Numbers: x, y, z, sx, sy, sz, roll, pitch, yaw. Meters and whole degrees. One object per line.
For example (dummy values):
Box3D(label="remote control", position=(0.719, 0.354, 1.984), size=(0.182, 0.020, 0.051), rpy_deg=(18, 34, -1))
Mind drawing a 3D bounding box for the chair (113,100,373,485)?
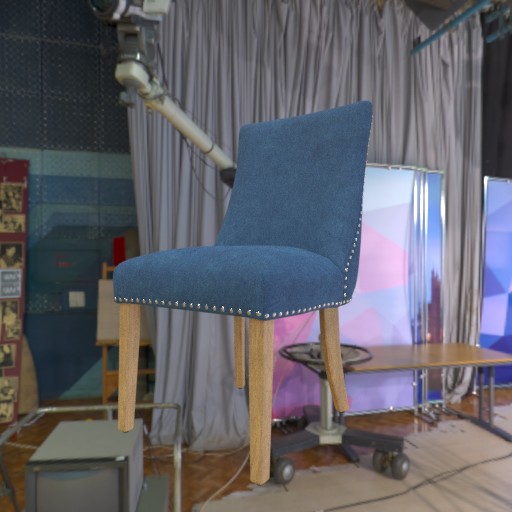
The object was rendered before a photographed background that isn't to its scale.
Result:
Box3D(label="chair", position=(0.000, 0.000, 1.227), size=(0.495, 0.902, 0.610), rpy_deg=(1, 2, 36))
